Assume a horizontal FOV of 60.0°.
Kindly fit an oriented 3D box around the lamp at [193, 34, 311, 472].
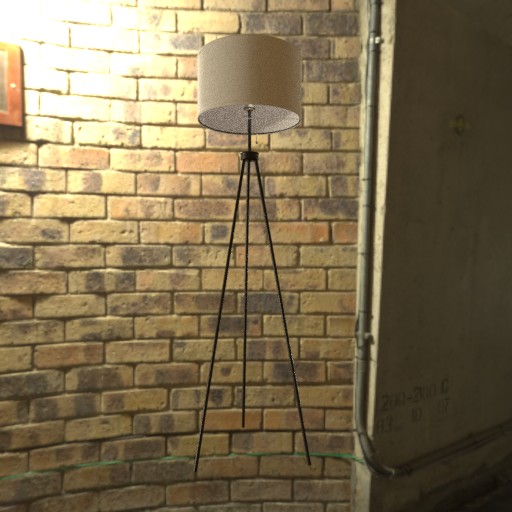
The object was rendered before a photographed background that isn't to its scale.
[{"bbox_3d":[0.000,0.000,1.745,0.458,1.545,0.448,0,0,18],"label":"lamp"}]
